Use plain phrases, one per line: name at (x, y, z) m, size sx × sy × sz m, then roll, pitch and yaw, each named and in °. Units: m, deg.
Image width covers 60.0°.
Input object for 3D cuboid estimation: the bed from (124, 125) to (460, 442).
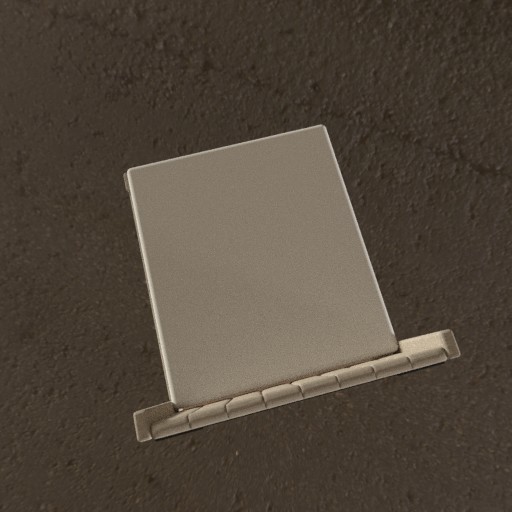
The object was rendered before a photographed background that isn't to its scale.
bed at (0.000, 0.000, 3.807) m, size 2.045 × 1.743 × 2.370 m, roll -14°, pitch 75°, yaw -4°
